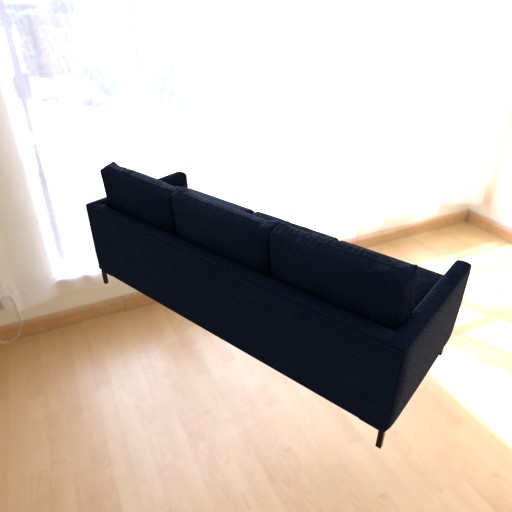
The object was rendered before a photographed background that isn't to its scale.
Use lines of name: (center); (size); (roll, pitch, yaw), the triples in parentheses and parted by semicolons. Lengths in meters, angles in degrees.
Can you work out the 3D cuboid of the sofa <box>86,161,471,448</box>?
sofa: (0.000, 0.000, 2.707); (2.252, 0.879, 0.875); (22, 37, 33)
